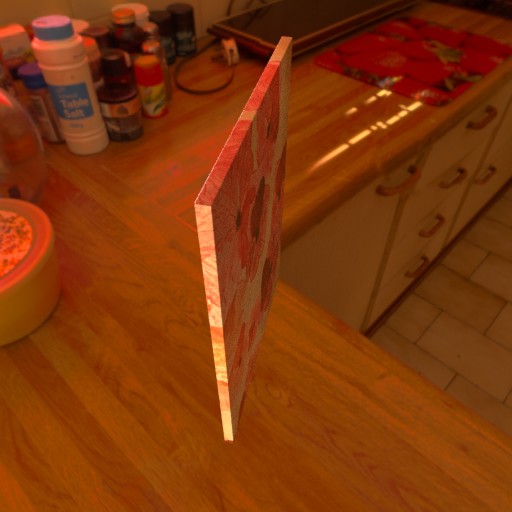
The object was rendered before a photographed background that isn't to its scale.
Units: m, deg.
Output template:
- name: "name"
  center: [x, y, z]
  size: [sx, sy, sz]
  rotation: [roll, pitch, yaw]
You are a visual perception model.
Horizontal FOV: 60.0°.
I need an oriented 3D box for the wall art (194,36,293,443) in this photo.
- name: "wall art"
  center: [0.000, 0.000, 1.359]
  size: [0.031, 1.015, 0.762]
  rotation: [10, 47, 9]
